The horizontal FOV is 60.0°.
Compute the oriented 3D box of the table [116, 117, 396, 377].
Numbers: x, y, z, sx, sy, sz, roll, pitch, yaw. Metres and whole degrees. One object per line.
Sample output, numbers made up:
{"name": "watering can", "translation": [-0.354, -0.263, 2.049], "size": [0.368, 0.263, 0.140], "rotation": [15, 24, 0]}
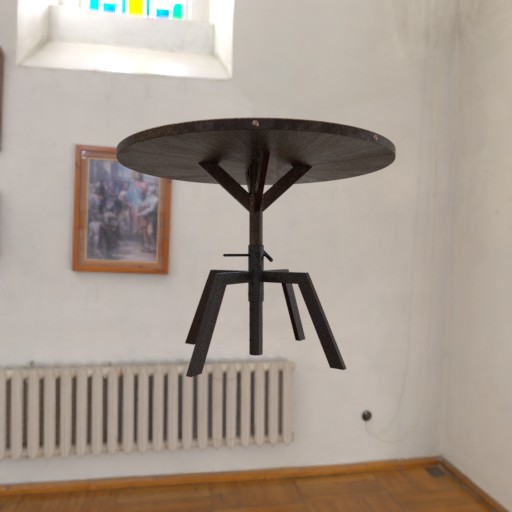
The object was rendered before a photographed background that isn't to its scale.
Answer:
{"name": "table", "translation": [0.000, 0.000, 1.477], "size": [0.885, 0.658, 0.885], "rotation": [0, 1, 0]}
